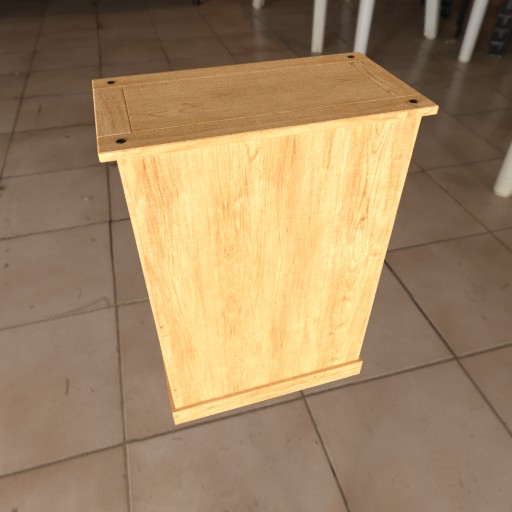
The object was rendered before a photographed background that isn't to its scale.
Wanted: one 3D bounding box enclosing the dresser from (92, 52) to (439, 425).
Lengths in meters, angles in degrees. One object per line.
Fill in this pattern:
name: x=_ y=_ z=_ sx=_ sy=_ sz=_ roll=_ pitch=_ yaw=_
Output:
dresser: x=0.000 y=0.000 z=1.732 sx=0.915 sy=1.300 sz=0.485 roll=-12 pitch=43 yaw=-13
